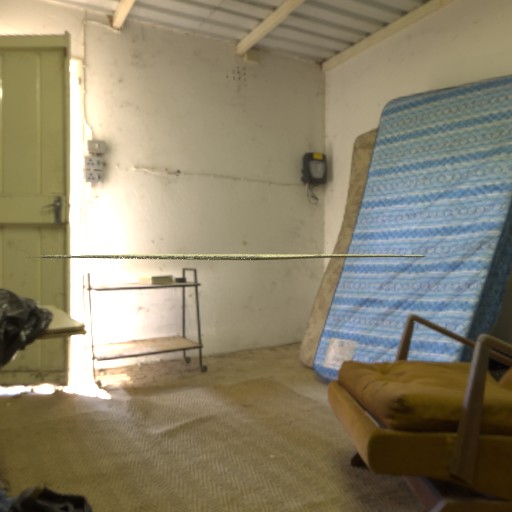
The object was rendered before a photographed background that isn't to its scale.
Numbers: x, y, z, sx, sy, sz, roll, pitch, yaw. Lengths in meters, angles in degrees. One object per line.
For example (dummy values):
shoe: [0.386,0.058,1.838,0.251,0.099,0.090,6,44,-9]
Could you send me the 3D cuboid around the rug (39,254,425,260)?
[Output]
rug: [0.000,0.000,3.924,2.125,0.028,3.027,0,0,37]
